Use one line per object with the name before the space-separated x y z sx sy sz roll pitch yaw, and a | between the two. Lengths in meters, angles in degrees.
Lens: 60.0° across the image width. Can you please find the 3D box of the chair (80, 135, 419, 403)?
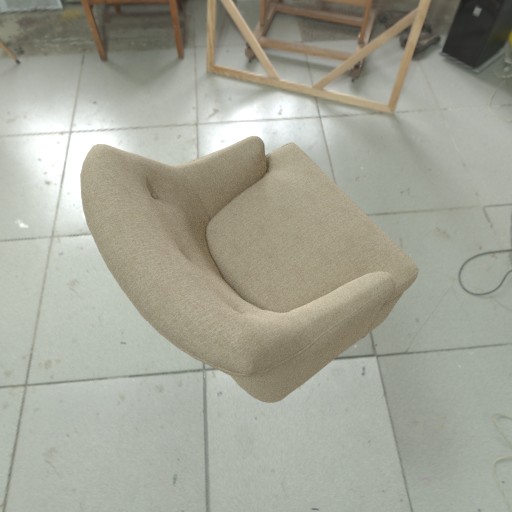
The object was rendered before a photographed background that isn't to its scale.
chair | 0.000 0.000 1.599 0.923 0.856 0.864 -31 64 -17
